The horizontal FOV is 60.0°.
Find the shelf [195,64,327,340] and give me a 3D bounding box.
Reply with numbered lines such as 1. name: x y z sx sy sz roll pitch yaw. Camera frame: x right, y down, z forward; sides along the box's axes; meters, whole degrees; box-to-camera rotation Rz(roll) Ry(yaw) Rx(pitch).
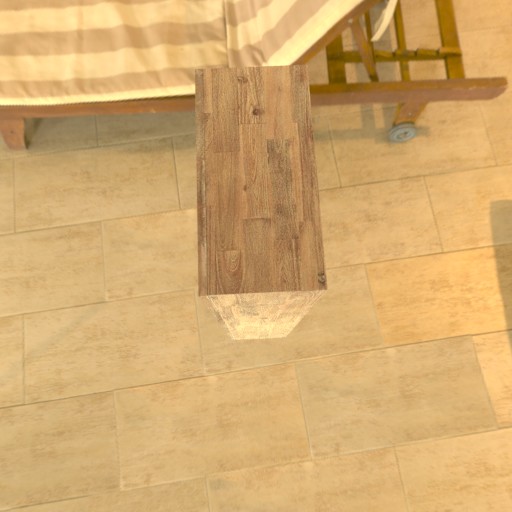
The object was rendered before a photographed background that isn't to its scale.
1. shelf: 0.000 0.000 1.539 0.267 1.342 0.491 -3 75 -1
